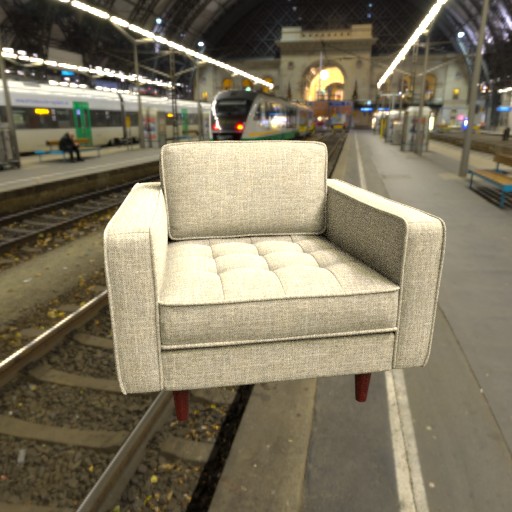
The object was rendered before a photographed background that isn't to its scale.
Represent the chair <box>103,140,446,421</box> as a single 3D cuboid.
[{"bbox_3d":[0.000,0.000,1.554,0.889,0.765,0.914,-3,17,-9],"label":"chair"}]
